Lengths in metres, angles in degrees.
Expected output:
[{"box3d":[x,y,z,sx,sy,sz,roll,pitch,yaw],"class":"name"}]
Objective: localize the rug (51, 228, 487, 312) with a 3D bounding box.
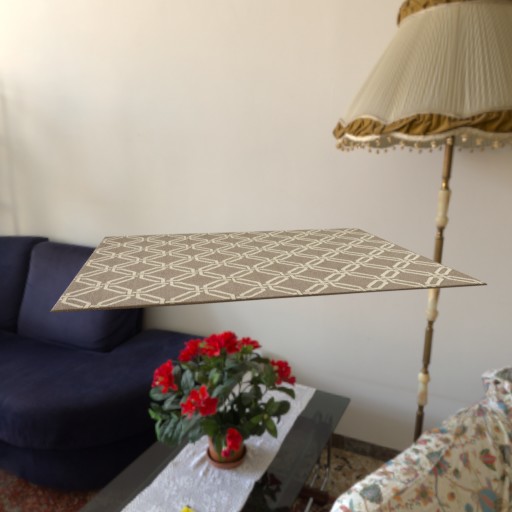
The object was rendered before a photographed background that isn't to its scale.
[{"box3d":[0.000,0.000,3.959,2.895,0.018,2.288,-3,14,-10],"class":"rug"}]
